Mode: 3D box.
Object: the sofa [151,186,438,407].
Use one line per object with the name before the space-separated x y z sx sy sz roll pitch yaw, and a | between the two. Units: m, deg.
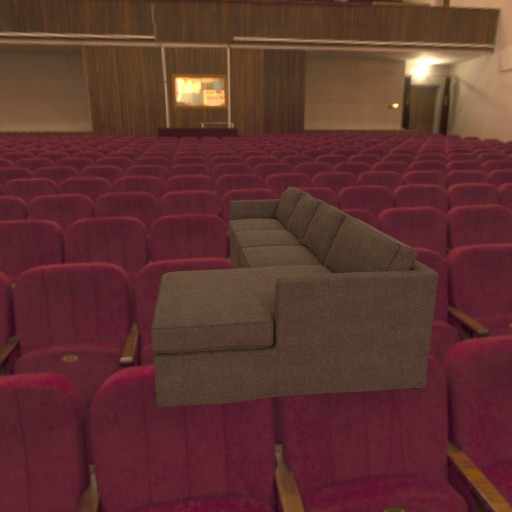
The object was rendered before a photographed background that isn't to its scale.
sofa | 0.000 0.000 3.949 1.650 0.922 3.205 -2 15 -8
